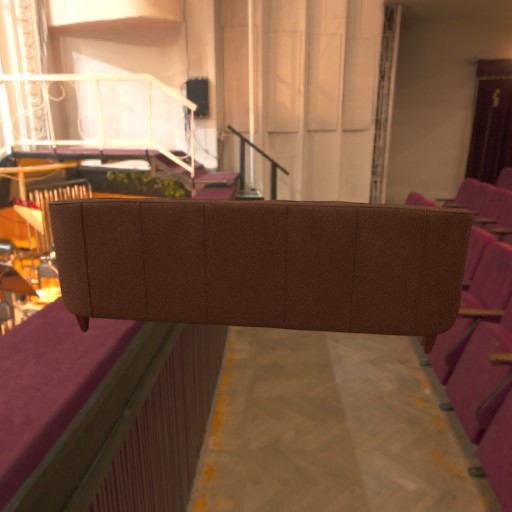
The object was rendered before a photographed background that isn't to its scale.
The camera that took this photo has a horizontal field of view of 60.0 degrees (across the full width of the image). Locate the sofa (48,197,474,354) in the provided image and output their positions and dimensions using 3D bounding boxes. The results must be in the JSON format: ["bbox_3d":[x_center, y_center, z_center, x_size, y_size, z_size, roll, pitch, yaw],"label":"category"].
[{"bbox_3d":[0.000,0.000,2.648,2.227,0.787,0.927,2,16,7],"label":"sofa"}]
